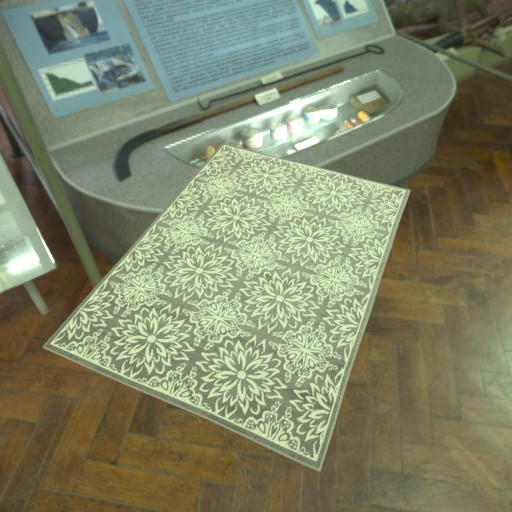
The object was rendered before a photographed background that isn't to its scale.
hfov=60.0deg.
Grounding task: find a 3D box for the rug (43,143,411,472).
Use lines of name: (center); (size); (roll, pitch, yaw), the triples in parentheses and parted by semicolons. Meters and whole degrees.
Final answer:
rug: (0.000, 0.000, 2.915); (1.608, 0.014, 2.213); (18, 49, 16)
